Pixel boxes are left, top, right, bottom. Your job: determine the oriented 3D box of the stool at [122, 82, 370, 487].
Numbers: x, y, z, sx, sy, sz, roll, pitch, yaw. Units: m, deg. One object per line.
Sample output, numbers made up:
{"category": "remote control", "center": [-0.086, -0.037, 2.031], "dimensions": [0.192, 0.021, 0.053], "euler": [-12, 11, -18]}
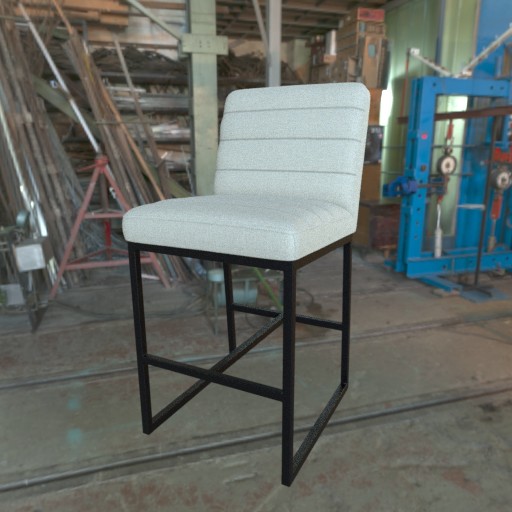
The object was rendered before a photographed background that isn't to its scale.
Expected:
{"category": "stool", "center": [0.000, 0.000, 1.227], "dimensions": [0.460, 0.940, 0.560], "euler": [7, 16, 26]}
